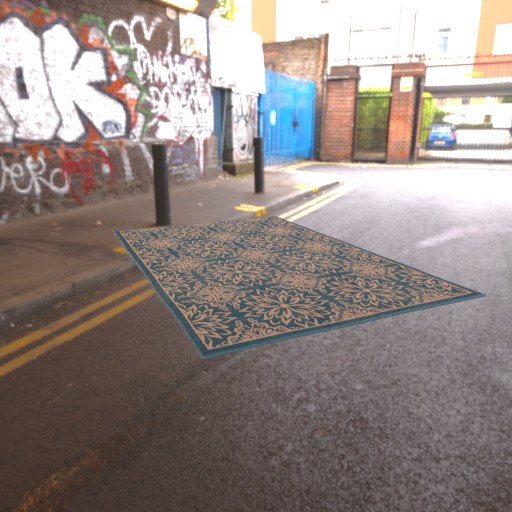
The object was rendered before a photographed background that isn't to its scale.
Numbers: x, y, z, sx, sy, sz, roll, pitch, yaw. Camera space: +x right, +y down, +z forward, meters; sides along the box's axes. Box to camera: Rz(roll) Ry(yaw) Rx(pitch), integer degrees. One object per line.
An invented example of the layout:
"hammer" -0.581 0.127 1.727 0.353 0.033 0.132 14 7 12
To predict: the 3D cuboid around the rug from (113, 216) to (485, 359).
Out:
"rug" 0.000 0.000 2.356 1.211 0.012 1.833 -7 18 -24
